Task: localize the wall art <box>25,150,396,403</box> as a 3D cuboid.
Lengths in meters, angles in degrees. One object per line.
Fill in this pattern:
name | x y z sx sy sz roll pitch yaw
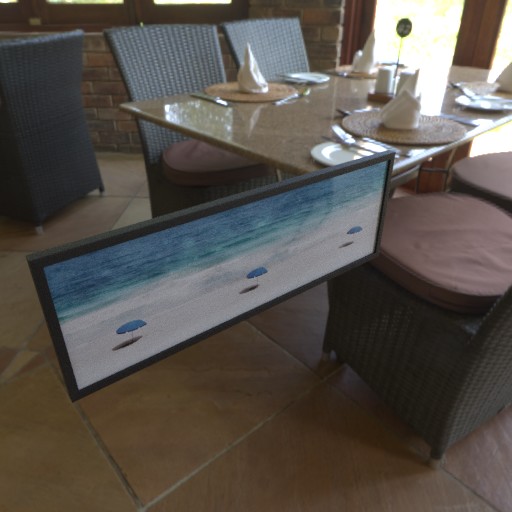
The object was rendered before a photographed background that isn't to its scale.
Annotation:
wall art | 0.000 0.000 1.761 1.572 0.554 0.041 -21 37 -31
